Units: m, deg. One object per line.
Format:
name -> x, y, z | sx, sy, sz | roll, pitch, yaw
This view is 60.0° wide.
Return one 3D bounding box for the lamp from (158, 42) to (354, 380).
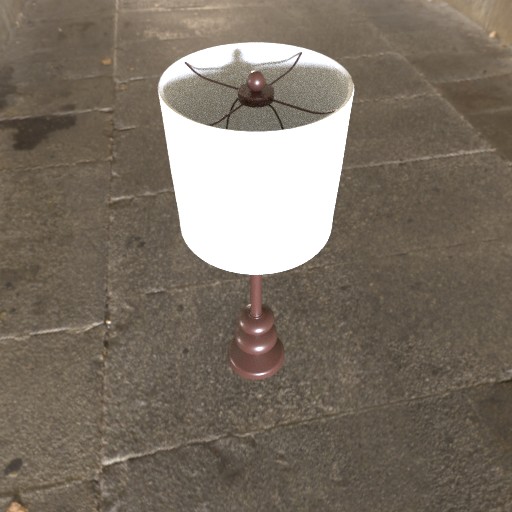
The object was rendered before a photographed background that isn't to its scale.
lamp -> 0.000, 0.000, 0.820 | 0.254, 0.690, 0.254 | 26, 52, 22
